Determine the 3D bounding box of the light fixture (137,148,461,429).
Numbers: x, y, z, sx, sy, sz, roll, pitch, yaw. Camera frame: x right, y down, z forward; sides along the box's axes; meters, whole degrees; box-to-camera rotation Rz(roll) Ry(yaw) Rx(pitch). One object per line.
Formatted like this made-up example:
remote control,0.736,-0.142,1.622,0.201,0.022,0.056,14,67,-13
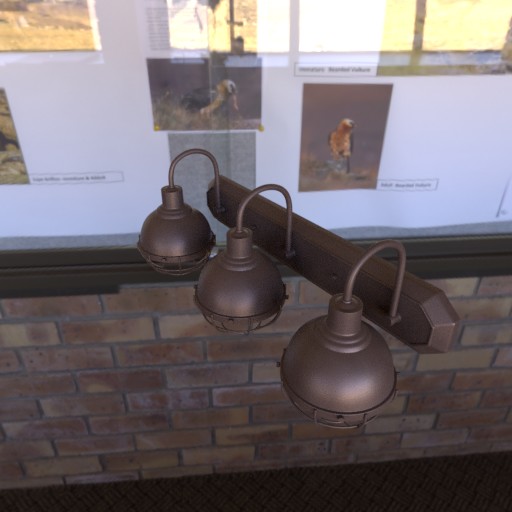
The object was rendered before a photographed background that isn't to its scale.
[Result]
light fixture,0.000,0.000,0.770,0.229,0.254,0.634,-21,37,-31
